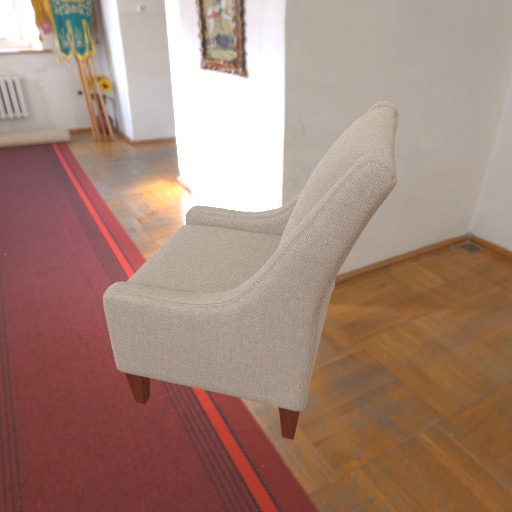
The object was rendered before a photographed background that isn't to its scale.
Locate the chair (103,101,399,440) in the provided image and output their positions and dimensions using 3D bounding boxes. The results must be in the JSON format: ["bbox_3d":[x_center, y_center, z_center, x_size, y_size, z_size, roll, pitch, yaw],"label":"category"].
[{"bbox_3d":[0.000,0.000,1.636,0.870,1.014,0.774,8,31,14],"label":"chair"}]
